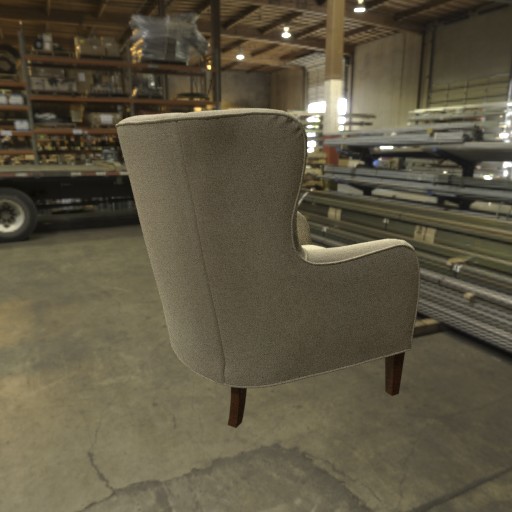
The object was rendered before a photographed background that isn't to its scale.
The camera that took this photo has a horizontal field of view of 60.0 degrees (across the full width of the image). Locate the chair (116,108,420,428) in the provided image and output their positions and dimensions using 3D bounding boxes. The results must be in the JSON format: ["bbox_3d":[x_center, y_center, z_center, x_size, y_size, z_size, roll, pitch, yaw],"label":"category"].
[{"bbox_3d":[0.000,0.000,1.730,0.966,1.040,0.838,-7,16,-25],"label":"chair"}]
